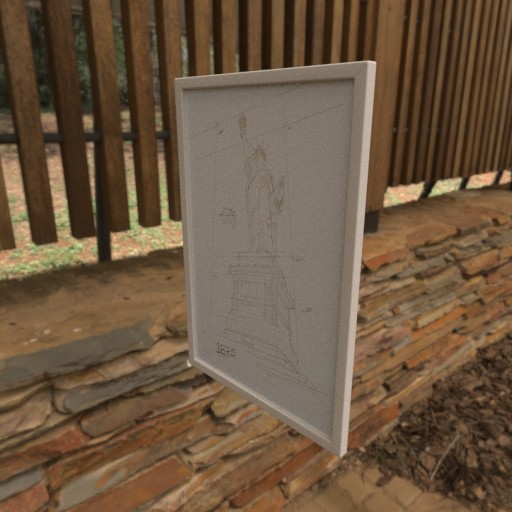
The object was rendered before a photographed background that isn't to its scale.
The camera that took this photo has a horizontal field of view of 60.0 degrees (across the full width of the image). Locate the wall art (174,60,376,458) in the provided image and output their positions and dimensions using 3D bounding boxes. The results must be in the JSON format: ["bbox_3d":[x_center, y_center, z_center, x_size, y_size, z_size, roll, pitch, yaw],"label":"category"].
[{"bbox_3d":[0.000,0.000,1.056,0.026,0.813,0.556,-17,24,-42],"label":"wall art"}]
